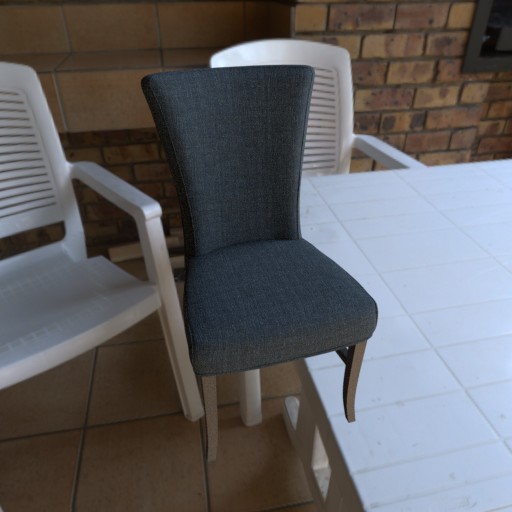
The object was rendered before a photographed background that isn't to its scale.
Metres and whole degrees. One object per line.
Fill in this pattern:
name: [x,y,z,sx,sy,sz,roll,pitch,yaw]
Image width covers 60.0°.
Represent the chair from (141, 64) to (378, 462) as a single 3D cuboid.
chair: [0.000,0.000,1.355,0.520,0.991,0.660,-9,34,-14]
